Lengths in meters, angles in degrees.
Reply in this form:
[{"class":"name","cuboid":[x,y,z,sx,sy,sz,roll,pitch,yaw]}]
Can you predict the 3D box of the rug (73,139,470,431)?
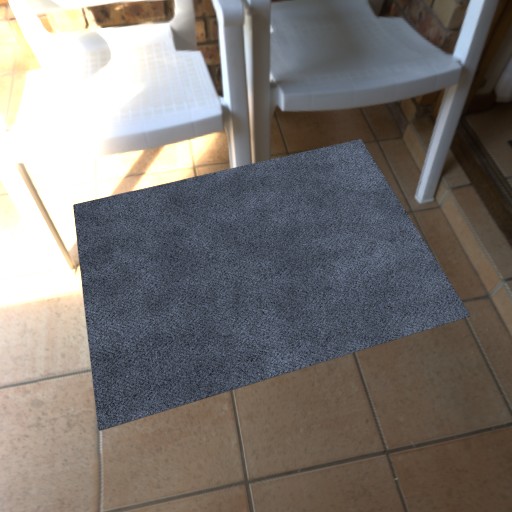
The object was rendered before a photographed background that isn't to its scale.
[{"class":"rug","cuboid":[0.000,0.000,2.923,2.235,0.008,1.600,-15,59,-9]}]
